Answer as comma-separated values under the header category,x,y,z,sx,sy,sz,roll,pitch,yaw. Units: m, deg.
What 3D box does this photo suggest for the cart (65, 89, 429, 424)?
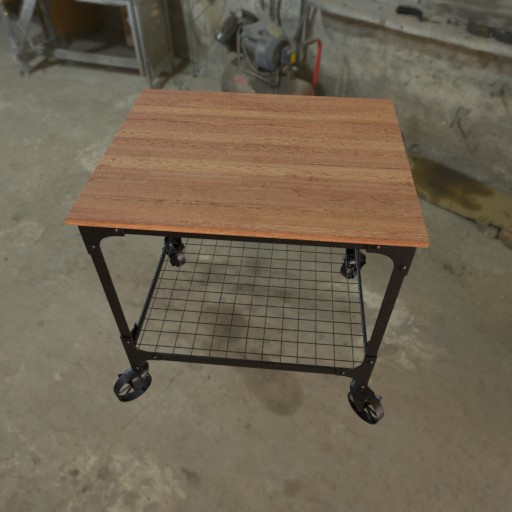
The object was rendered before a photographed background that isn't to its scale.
category,x,y,z,sx,sy,sz,roll,pitch,yaw
cart,0.000,0.000,1.092,0.666,0.603,0.558,4,46,4
